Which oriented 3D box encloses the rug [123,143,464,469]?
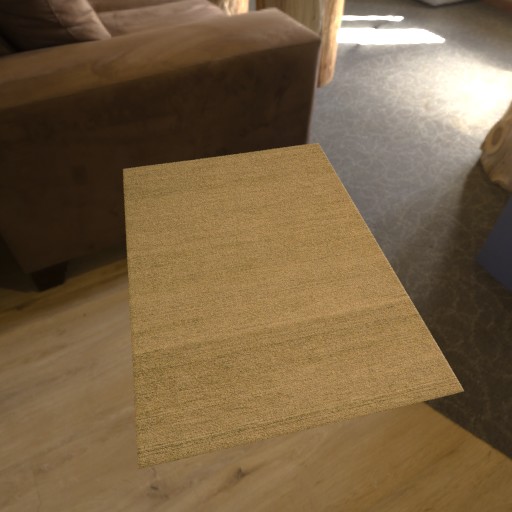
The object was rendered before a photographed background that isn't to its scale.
[{"bbox_3d":[0.000,0.000,4.917,2.782,0.025,3.935,-10,48,-9],"label":"rug"}]
